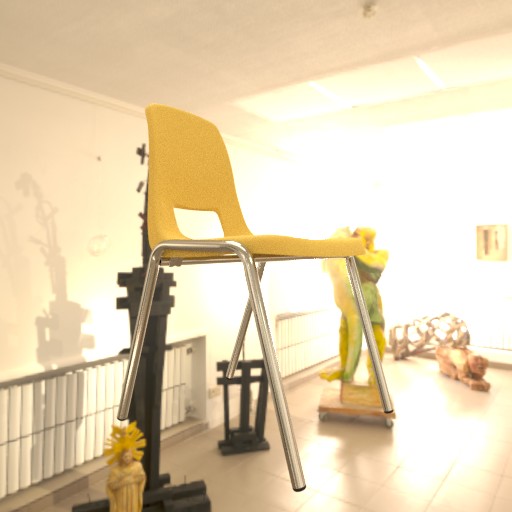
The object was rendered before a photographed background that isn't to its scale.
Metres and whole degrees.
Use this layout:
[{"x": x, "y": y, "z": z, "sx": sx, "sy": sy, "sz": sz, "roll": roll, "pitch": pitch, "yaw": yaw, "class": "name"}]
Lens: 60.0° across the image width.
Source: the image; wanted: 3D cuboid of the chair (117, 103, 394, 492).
[{"x": 0.000, "y": 0.000, "z": 0.888, "sx": 0.436, "sy": 0.653, "sz": 0.381, "roll": 1, "pitch": 2, "yaw": 36, "class": "chair"}]
